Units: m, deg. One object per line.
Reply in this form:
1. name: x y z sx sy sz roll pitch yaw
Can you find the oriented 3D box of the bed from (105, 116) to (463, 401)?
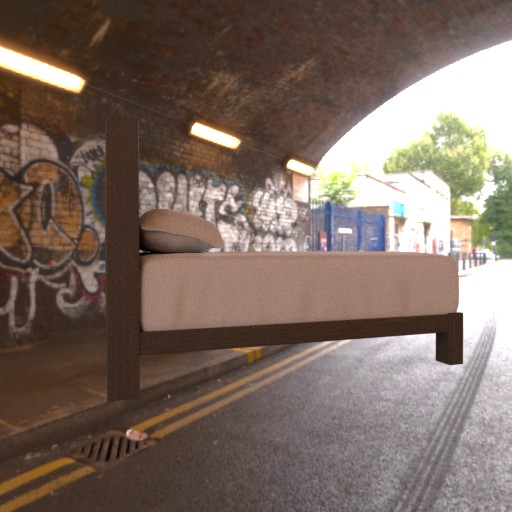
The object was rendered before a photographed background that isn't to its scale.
1. bed: 0.000 0.000 3.100 1.992 1.261 1.735 0 1 -19
